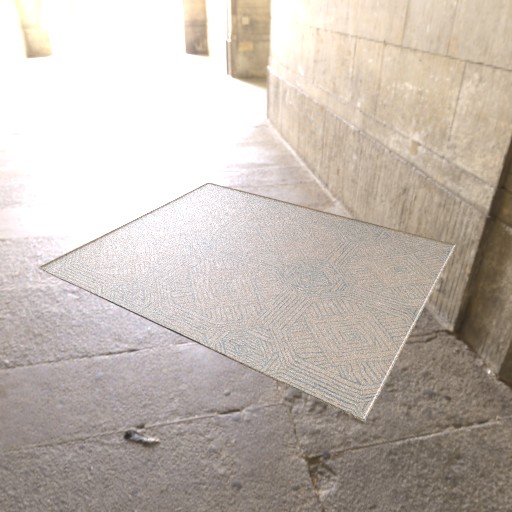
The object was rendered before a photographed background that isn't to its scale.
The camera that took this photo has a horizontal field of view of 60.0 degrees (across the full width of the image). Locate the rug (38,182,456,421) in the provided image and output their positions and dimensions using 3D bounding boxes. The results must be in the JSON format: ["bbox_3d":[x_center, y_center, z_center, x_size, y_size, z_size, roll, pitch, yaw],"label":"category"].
[{"bbox_3d":[0.000,0.000,4.131,3.049,0.015,2.457,18,35,28],"label":"rug"}]
